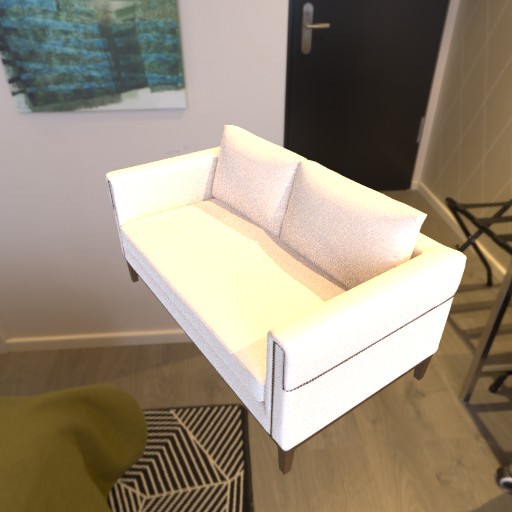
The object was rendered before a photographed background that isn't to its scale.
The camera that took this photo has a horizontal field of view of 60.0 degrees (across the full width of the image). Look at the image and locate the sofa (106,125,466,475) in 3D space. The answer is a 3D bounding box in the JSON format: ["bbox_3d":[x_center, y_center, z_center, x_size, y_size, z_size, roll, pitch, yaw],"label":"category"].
[{"bbox_3d":[0.000,0.000,2.159,0.905,0.873,1.598,-21,39,-29],"label":"sofa"}]
